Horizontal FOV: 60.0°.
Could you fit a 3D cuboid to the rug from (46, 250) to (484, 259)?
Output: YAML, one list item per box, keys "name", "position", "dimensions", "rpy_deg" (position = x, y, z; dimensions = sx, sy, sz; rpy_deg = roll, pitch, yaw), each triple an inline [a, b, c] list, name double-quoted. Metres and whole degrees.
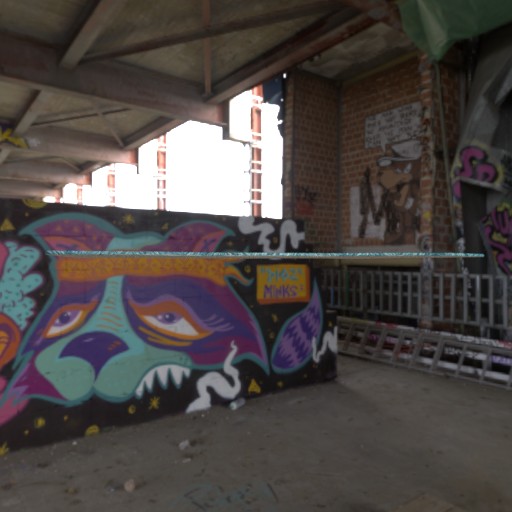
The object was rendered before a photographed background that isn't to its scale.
- name: "rug"
  position: [0.000, 0.000, 2.196]
  dimensions: [1.728, 0.017, 1.136]
  rpy_deg: [0, -1, -16]
